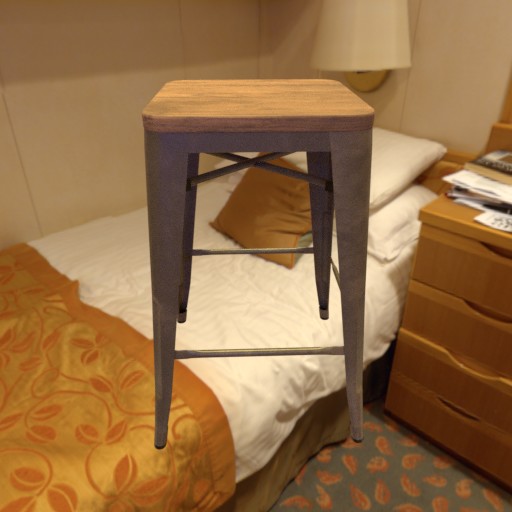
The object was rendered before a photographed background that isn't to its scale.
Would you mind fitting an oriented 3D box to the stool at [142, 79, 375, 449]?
[{"bbox_3d":[0.000,0.000,0.873,0.407,0.607,0.407,-1,30,-2],"label":"stool"}]
